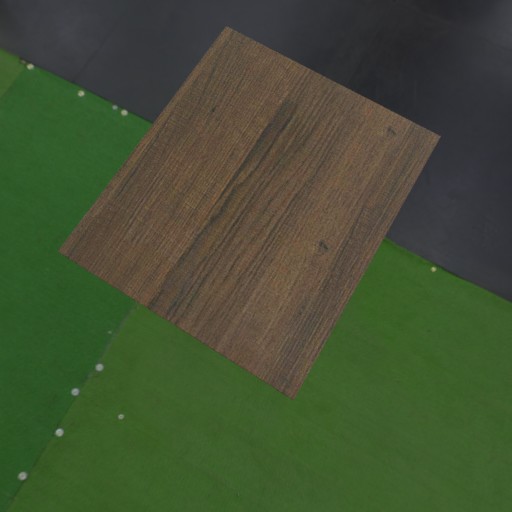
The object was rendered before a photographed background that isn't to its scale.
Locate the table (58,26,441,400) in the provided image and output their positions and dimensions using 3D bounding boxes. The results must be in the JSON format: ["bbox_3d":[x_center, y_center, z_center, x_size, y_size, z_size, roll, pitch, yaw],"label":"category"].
[{"bbox_3d":[0.000,0.000,1.175,0.457,0.866,0.526,30,77,8],"label":"table"}]
